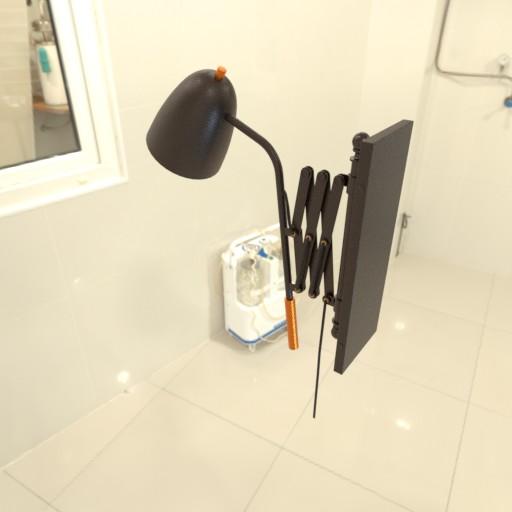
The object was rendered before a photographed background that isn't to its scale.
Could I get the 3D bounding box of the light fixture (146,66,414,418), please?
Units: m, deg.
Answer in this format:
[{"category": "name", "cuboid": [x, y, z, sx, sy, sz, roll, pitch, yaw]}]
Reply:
[{"category": "light fixture", "cuboid": [0.000, 0.000, 0.915, 0.499, 0.715, 0.162, 21, 36, 31]}]
